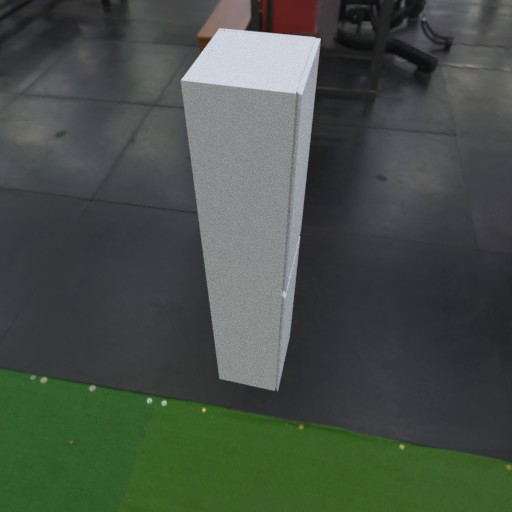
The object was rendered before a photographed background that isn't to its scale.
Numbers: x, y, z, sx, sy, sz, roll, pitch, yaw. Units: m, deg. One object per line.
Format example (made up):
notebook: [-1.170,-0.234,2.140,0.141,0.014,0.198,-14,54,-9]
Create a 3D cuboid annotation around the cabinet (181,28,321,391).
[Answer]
cabinet: [0.000,0.000,1.571,0.270,1.400,0.300,10,48,9]
